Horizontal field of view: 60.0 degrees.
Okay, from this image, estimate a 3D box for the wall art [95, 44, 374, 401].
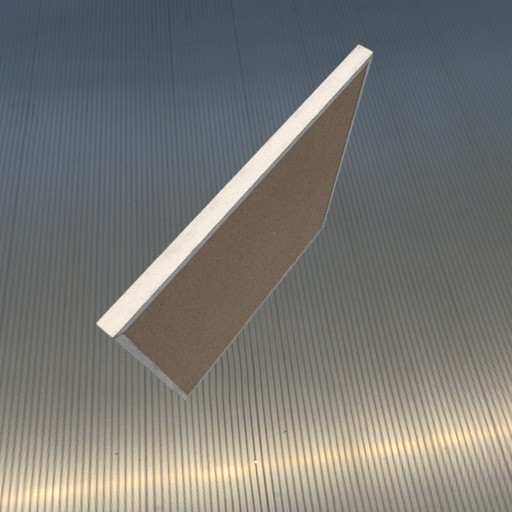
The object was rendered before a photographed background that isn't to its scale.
[{"bbox_3d":[0.000,0.000,1.146,0.038,0.762,0.762,35,70,15],"label":"wall art"}]
